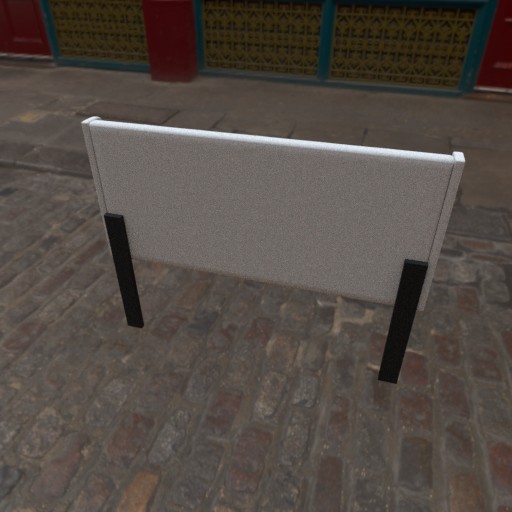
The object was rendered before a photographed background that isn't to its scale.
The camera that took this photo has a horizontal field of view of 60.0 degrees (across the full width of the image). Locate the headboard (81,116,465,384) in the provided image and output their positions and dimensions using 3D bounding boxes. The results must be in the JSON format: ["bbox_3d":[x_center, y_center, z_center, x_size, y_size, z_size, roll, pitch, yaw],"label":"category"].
[{"bbox_3d":[0.000,0.000,2.757,2.051,1.524,0.184,9,35,13],"label":"headboard"}]
